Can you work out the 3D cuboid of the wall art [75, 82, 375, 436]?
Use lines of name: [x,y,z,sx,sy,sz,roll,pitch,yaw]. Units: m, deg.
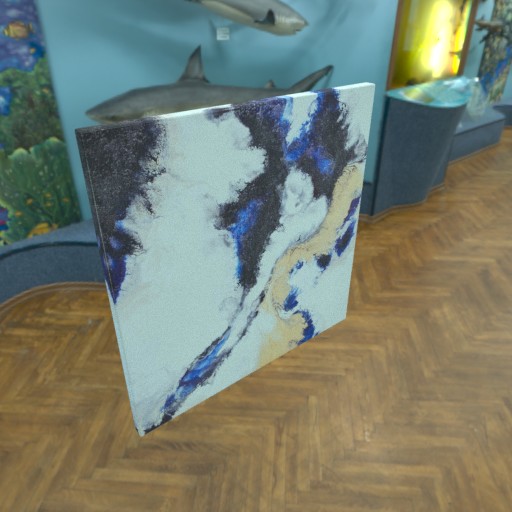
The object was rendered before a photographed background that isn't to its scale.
wall art: [0.000,0.000,1.320,0.887,0.885,0.038,-22,37,-33]
